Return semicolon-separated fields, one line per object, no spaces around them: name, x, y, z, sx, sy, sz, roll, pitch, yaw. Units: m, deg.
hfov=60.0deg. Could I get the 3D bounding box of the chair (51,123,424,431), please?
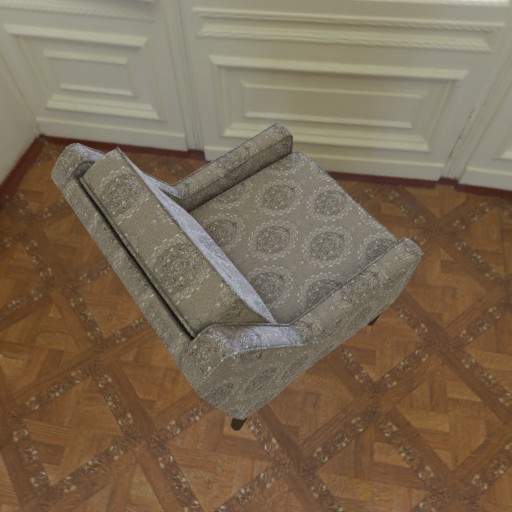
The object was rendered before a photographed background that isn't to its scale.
chair;0.000;0.000;1.319;0.750;0.797;0.665;-33;64;-18
